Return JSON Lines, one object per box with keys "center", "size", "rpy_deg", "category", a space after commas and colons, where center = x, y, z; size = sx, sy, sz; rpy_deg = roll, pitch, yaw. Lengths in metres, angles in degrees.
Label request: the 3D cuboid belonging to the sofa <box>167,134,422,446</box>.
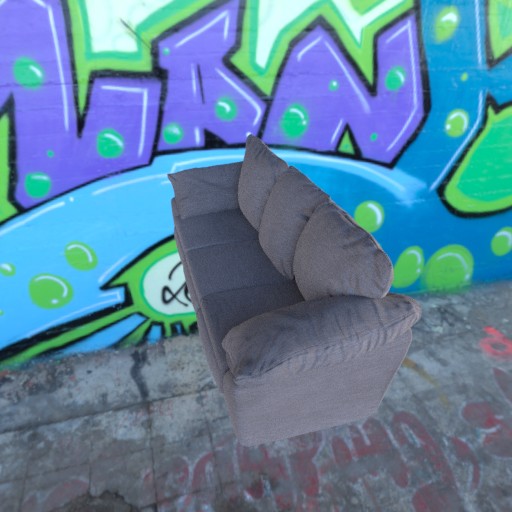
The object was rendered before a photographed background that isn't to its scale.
{"center": [0.000, 0.000, 2.891], "size": [0.927, 1.043, 2.390], "rpy_deg": [-8, 31, -14], "category": "sofa"}
